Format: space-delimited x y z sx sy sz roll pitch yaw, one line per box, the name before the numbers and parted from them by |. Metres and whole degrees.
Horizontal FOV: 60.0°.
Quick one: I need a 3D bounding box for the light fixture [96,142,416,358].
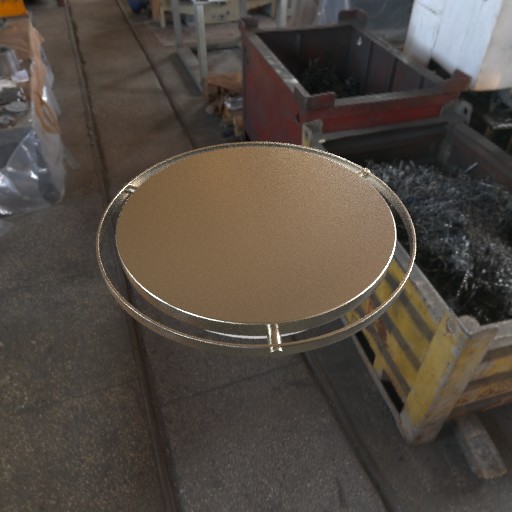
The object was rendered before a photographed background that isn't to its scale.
light fixture | 0.000 0.000 0.557 0.361 0.130 0.361 0 43 0
